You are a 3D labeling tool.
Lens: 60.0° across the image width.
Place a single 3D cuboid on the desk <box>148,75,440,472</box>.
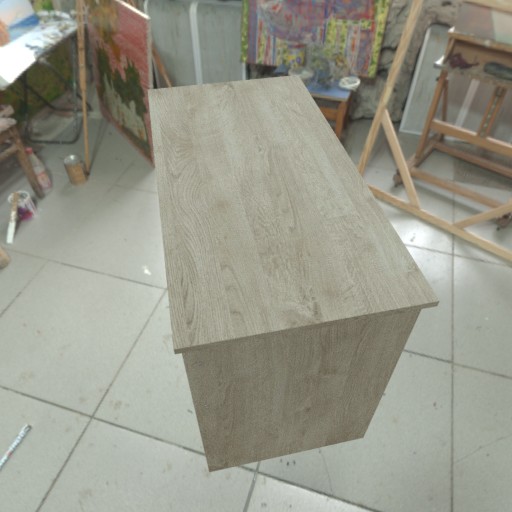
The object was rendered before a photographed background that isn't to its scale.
[{"bbox_3d":[0.000,0.000,1.528,0.560,0.730,1.096,-9,47,-8],"label":"desk"}]
